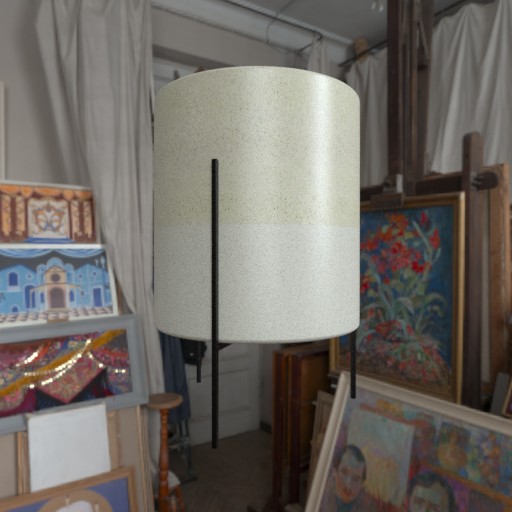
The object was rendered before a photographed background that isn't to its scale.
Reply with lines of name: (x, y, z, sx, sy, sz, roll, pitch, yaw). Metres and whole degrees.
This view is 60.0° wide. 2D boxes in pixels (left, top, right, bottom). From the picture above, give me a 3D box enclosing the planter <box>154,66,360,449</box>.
planter: (0.000, 0.000, 0.713, 0.324, 0.483, 0.333, 0, 0, 18)
